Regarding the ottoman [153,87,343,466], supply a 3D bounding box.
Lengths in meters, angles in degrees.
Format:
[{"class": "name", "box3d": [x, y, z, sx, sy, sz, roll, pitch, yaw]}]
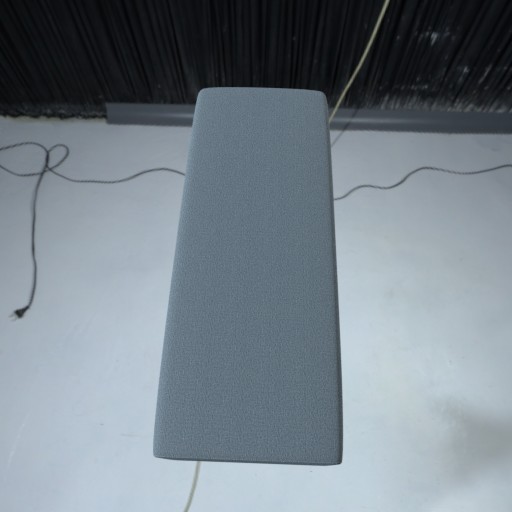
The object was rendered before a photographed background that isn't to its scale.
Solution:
[{"class": "ottoman", "box3d": [0.000, 0.000, 1.896, 0.646, 0.393, 1.609, 2, 64, 1]}]
